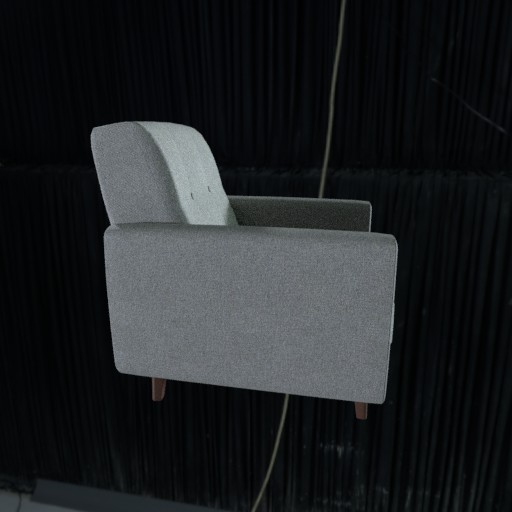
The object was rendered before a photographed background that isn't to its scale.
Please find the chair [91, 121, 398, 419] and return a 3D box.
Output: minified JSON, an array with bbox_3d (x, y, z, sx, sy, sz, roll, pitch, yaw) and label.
[{"bbox_3d":[0.000,0.000,1.672,0.942,0.968,0.845,2,15,8],"label":"chair"}]
